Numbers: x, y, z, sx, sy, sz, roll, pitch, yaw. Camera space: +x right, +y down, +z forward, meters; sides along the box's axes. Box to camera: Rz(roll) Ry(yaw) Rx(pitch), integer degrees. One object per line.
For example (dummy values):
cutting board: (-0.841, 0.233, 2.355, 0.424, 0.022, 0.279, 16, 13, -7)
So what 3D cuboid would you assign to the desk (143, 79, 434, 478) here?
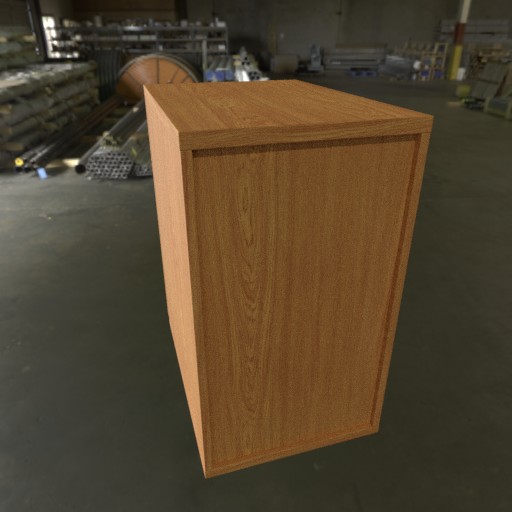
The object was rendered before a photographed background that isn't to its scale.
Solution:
desk: (0.000, 0.000, 1.069, 0.404, 0.730, 0.600, -8, 28, -15)
